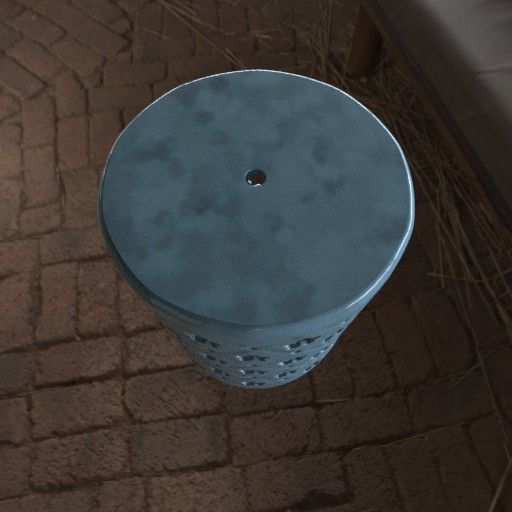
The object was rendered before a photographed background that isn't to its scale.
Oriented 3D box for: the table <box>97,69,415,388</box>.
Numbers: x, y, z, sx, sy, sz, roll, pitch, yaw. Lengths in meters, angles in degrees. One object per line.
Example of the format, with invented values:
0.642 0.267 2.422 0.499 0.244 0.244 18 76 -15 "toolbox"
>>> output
0.000 0.000 0.656 0.352 0.387 0.352 0 64 0 "table"
